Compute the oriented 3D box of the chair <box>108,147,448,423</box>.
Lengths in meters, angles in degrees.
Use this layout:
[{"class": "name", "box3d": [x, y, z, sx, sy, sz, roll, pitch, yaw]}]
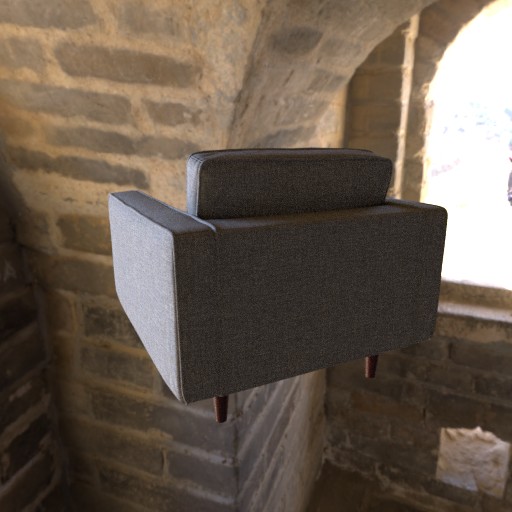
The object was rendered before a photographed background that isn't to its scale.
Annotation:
[{"class": "chair", "box3d": [0.000, 0.000, 1.593, 0.889, 0.765, 0.914, -7, 17, -25]}]
